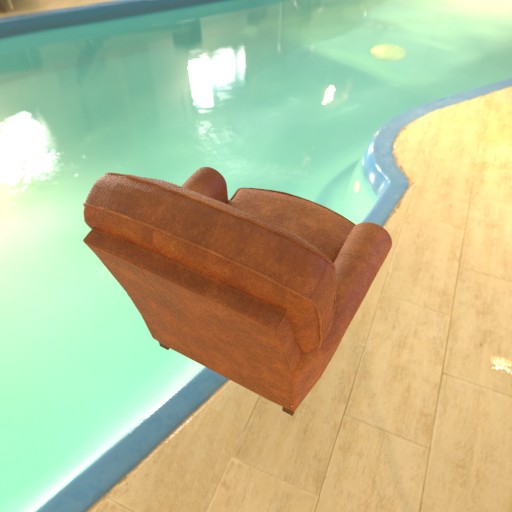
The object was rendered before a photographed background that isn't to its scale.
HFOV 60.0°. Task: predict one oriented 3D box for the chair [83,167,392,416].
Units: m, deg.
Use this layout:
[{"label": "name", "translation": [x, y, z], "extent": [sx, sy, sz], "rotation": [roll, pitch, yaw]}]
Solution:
[{"label": "chair", "translation": [0.000, 0.000, 1.792], "extent": [0.936, 1.018, 0.986], "rotation": [22, 50, 20]}]
